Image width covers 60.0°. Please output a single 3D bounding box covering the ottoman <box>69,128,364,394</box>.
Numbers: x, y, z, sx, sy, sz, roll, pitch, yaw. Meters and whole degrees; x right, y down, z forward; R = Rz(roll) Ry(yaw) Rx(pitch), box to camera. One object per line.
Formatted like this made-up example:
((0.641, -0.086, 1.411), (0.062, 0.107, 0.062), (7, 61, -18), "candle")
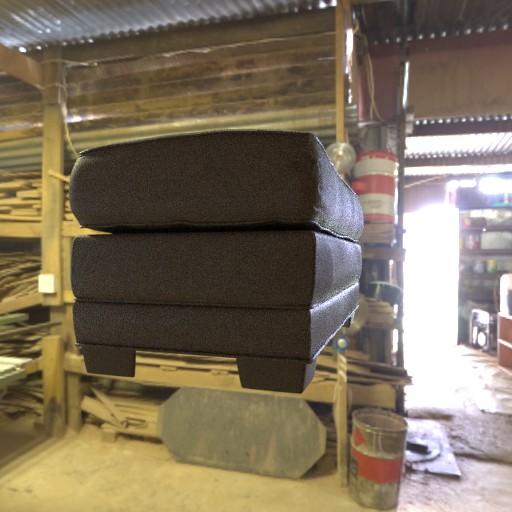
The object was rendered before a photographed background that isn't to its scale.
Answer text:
((0.000, 0.000, 1.157), (0.490, 0.448, 0.864), (0, 0, 18), "ottoman")
